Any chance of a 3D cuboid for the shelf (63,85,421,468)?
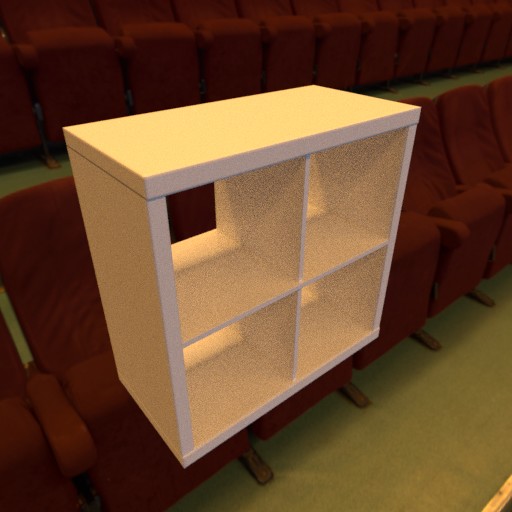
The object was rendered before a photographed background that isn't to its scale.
[{"bbox_3d":[0.000,0.000,1.272,0.790,0.786,0.390,-23,38,-33],"label":"shelf"}]
